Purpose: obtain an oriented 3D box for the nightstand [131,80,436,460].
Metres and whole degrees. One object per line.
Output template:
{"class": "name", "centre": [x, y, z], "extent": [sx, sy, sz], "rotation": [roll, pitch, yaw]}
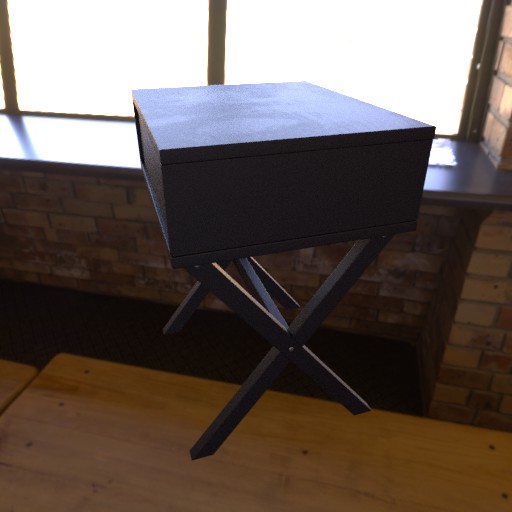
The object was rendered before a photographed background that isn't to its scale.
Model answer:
{"class": "nightstand", "centre": [0.000, 0.000, 0.945], "extent": [0.402, 0.623, 0.479], "rotation": [-9, 31, -16]}
